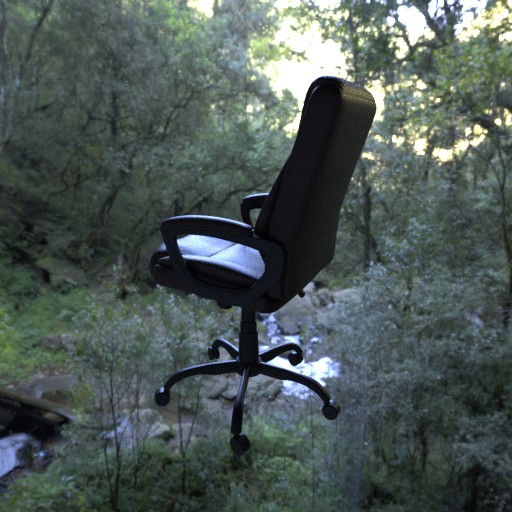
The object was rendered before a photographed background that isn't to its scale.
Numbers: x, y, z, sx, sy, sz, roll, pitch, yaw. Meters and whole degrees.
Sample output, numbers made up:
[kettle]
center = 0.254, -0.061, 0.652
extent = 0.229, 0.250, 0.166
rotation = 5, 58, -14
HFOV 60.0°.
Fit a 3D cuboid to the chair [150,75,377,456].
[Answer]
[chair]
center = 0.000, 0.000, 1.479
extent = 0.655, 1.072, 0.615
rotation = 7, 17, 24
